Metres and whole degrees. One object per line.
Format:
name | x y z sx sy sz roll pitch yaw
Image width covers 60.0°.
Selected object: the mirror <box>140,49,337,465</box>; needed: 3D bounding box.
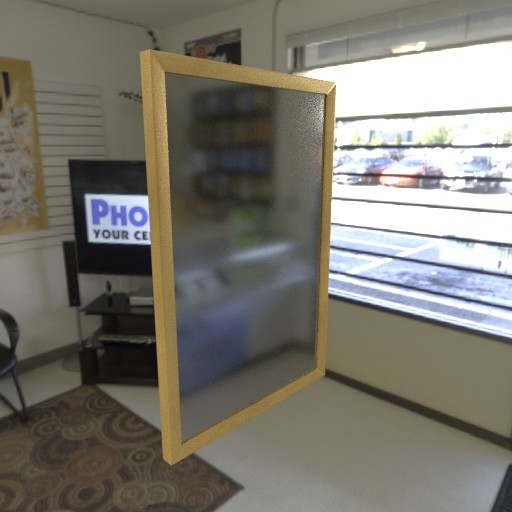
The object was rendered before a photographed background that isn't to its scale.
mirror | 0.000 0.000 1.168 0.040 0.915 0.609 13 19 43
